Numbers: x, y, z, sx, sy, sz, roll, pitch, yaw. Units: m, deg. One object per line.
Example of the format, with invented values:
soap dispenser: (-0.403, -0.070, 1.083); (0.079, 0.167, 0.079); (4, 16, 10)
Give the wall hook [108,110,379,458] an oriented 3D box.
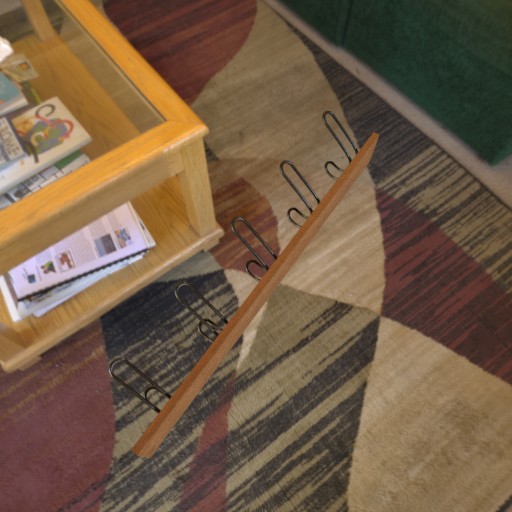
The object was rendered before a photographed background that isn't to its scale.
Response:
wall hook: (0.000, 0.000, 0.603); (0.076, 0.116, 0.554); (32, 68, 15)
